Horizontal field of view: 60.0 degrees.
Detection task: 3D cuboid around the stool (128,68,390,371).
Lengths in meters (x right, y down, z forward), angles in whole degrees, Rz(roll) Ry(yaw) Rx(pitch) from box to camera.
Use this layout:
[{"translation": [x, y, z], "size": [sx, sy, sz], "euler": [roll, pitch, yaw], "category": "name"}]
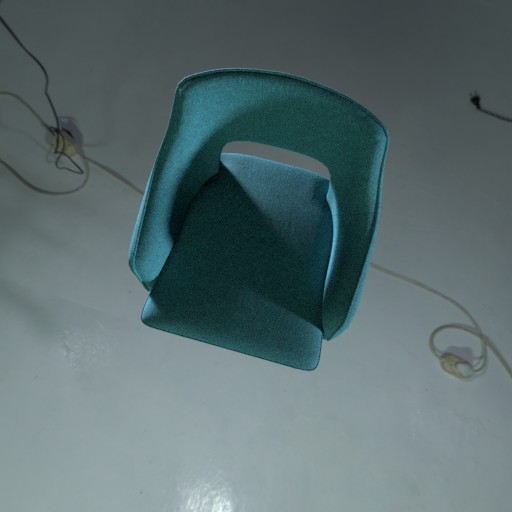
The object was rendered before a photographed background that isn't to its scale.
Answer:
[{"translation": [0.000, 0.000, 1.285], "size": [0.548, 0.961, 0.556], "euler": [15, 77, 4], "category": "stool"}]
